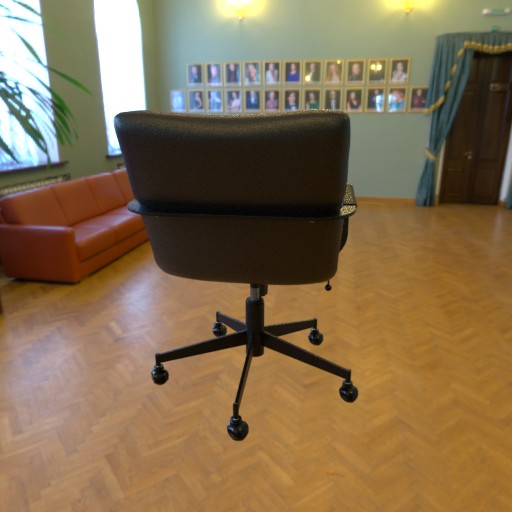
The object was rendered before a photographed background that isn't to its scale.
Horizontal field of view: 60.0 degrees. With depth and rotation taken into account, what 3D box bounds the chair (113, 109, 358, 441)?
[{"bbox_3d":[0.000,0.000,1.494,0.719,0.922,0.748,3,17,9],"label":"chair"}]
